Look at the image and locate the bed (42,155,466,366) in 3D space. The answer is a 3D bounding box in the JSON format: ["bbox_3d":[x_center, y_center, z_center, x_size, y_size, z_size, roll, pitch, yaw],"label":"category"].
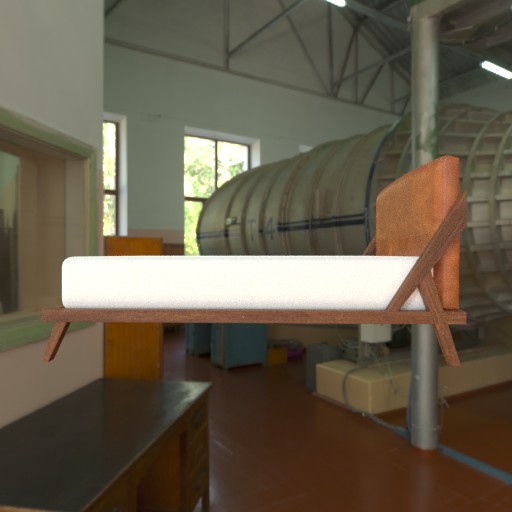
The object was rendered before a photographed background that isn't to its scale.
[{"bbox_3d":[0.000,0.000,3.232,2.311,1.168,1.651,0,0,2],"label":"bed"}]
